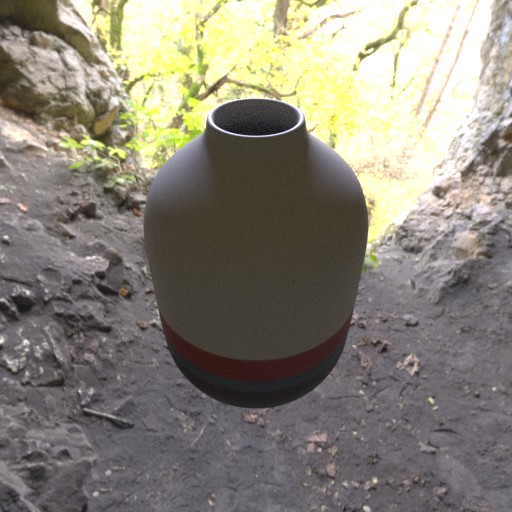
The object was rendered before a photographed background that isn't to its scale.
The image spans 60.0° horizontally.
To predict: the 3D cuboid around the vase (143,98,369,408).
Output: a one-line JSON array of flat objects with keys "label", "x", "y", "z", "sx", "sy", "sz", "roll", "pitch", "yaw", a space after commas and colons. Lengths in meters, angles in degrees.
[{"label": "vase", "x": 0.000, "y": 0.000, "z": 0.362, "sx": 0.169, "sy": 0.237, "sz": 0.169, "roll": 0, "pitch": 40, "yaw": 0}]
